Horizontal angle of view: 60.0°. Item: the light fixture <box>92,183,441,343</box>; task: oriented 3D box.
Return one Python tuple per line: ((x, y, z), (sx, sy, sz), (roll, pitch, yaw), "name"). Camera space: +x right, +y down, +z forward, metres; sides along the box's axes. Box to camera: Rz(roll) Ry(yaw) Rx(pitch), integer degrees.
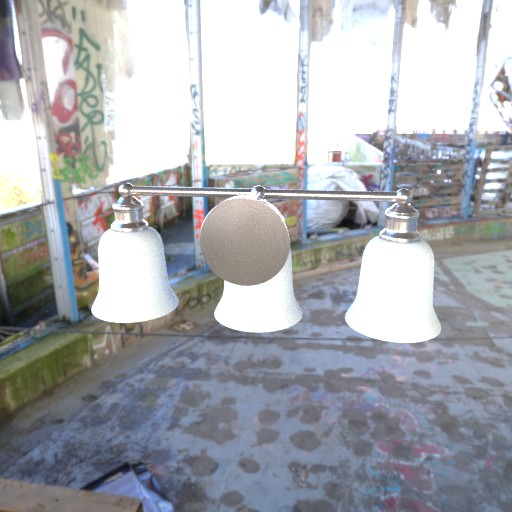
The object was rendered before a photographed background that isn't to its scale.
((0.000, 0.000, 0.675), (0.570, 0.211, 0.198), (3, 17, 9), "light fixture")
